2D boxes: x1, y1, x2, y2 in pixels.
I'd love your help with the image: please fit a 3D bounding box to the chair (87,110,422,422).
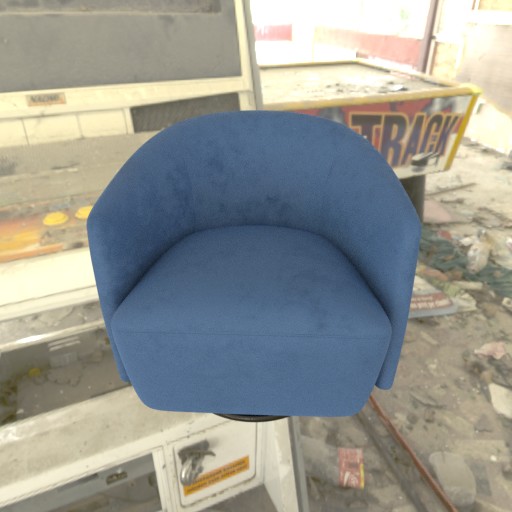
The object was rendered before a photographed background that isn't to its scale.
[{"bbox_3d":[0.000,0.000,1.320,0.773,0.698,0.767,1,30,2],"label":"chair"}]
